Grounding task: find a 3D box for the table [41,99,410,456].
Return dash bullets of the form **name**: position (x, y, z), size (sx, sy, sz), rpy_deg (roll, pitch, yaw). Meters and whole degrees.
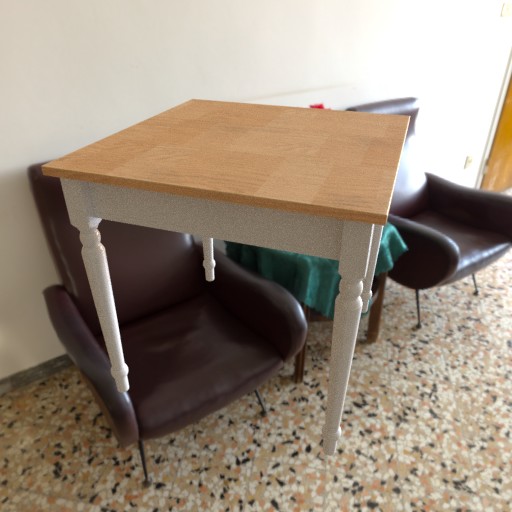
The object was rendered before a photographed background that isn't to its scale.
- **table**: position (0.000, 0.000, 1.365), size (0.747, 0.738, 0.747), rpy_deg (10, 33, 17)
